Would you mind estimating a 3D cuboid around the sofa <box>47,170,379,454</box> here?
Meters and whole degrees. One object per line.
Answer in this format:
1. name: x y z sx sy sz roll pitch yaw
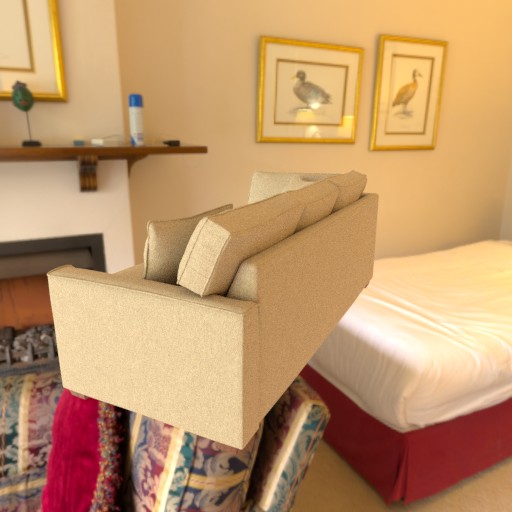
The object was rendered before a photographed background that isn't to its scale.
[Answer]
1. sofa: 0.000 0.000 2.808 1.061 0.962 2.317 8 18 26
